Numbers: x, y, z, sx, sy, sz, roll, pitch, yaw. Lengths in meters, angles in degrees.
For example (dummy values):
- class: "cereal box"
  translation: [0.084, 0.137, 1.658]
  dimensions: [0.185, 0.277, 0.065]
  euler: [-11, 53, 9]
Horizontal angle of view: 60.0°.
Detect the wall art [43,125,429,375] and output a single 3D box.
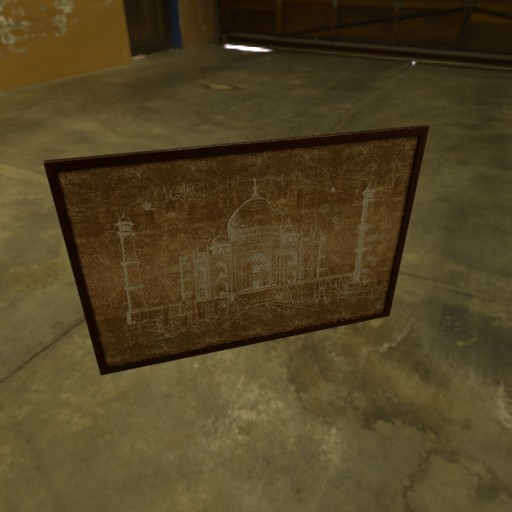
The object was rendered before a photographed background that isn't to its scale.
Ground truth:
- class: "wall art"
  translation: [0.000, 0.000, 1.064]
  dimensions: [0.816, 0.559, 0.014]
  euler: [-9, 34, -14]
